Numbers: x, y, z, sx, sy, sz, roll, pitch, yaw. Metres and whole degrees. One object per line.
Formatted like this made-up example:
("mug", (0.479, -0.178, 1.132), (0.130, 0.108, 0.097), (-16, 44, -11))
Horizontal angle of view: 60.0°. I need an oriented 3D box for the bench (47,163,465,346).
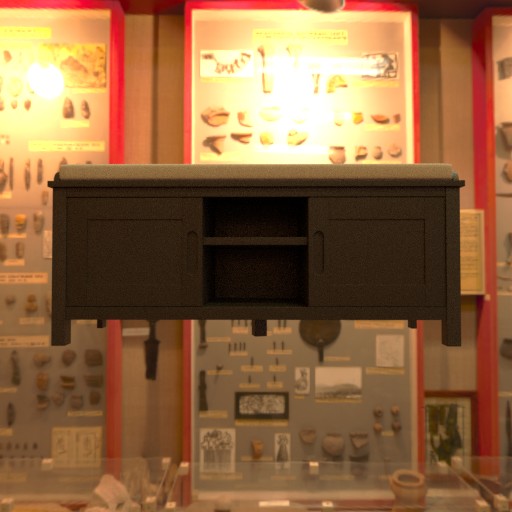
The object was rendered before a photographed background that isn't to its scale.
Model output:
("bench", (0.000, 0.000, 1.404), (1.140, 0.501, 0.398), (0, -1, 1))
